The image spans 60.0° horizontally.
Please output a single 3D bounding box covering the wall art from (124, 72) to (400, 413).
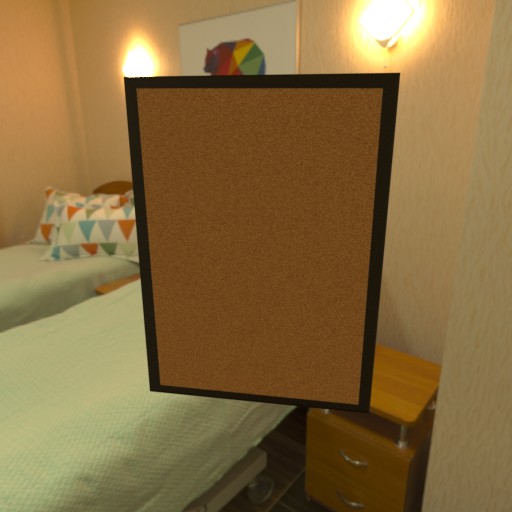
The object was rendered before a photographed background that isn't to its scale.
[{"bbox_3d":[0.000,0.000,0.867,0.480,0.657,0.016,3,18,9],"label":"wall art"}]
